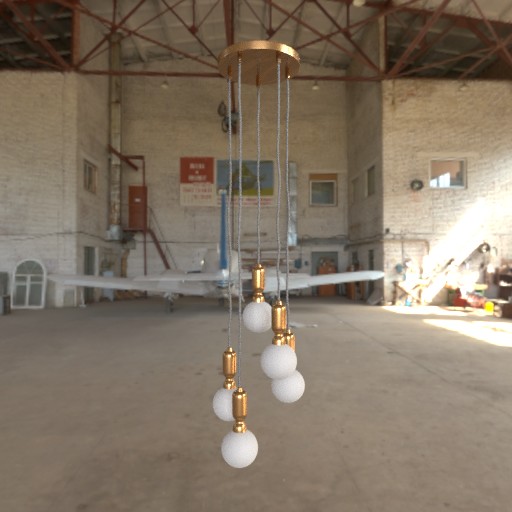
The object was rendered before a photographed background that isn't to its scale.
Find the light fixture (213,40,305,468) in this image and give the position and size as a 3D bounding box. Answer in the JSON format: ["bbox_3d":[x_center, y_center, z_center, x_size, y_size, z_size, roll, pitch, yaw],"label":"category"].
[{"bbox_3d":[0.000,0.000,0.515,0.105,0.457,0.108,0,-1,18],"label":"light fixture"}]
